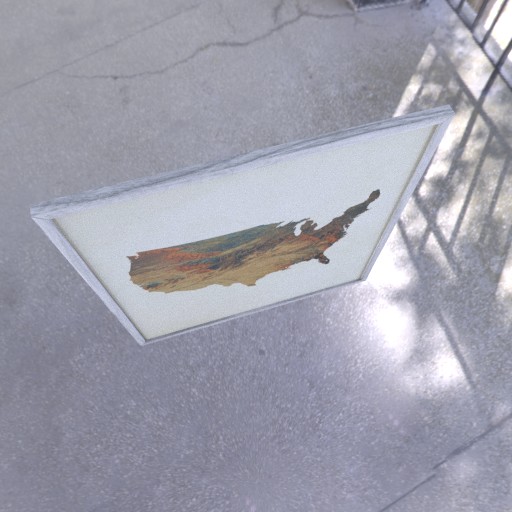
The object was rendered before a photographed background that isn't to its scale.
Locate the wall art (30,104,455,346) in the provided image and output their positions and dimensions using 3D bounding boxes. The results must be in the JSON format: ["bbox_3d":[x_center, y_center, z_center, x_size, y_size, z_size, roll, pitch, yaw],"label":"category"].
[{"bbox_3d":[0.000,0.000,0.736,0.508,0.507,0.016,-15,64,-8],"label":"wall art"}]
